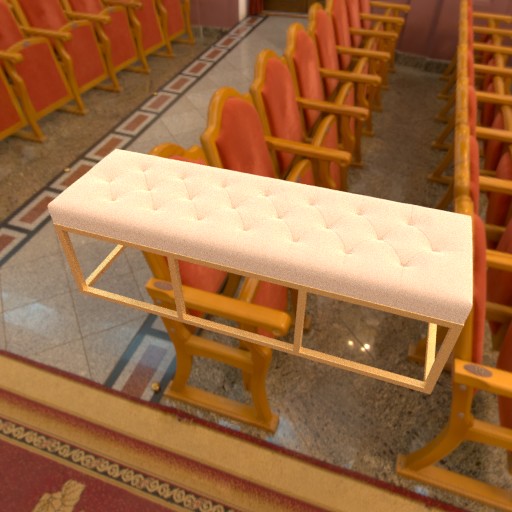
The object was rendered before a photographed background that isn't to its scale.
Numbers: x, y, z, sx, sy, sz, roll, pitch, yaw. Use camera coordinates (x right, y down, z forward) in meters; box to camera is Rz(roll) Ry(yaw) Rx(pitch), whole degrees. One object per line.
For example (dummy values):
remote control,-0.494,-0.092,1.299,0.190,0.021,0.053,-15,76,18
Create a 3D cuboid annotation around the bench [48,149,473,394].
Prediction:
bench,0.000,0.000,1.745,1.473,0.484,0.457,13,44,15
